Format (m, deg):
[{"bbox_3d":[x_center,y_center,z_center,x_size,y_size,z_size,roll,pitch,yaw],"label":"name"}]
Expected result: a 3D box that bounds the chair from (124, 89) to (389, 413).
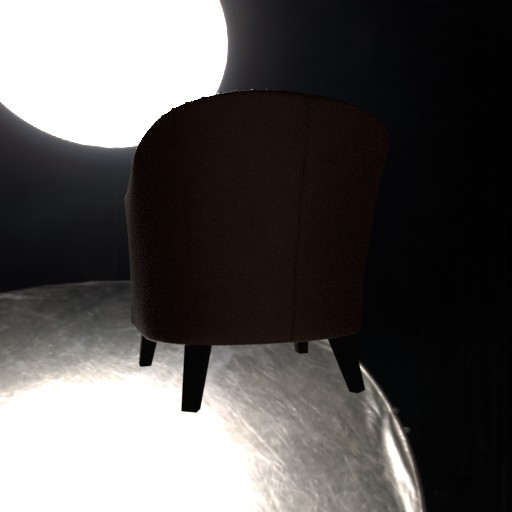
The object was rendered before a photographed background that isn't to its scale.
[{"bbox_3d":[0.000,0.000,1.450,0.794,0.823,0.748,0,0,-20],"label":"chair"}]
